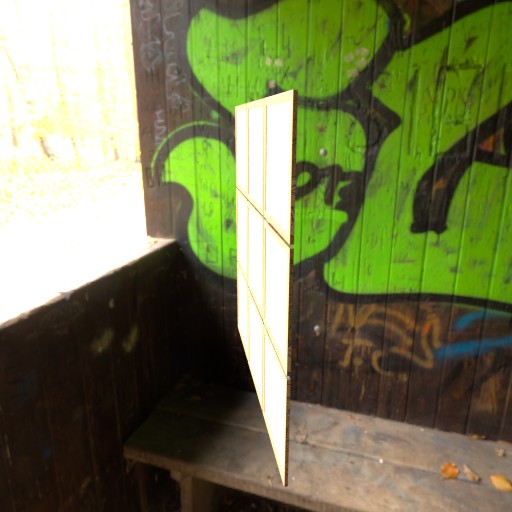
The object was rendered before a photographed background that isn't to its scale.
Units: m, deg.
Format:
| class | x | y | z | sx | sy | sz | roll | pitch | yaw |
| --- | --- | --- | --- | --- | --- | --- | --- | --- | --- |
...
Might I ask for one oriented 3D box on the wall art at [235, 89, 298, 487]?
| class | x | y | z | sx | sy | sz | roll | pitch | yaw |
| --- | --- | --- | --- | --- | --- | --- | --- | --- | --- |
| wall art | 0.000 | 0.000 | 1.845 | 0.013 | 1.218 | 1.206 | -3 | 17 | -9 |
